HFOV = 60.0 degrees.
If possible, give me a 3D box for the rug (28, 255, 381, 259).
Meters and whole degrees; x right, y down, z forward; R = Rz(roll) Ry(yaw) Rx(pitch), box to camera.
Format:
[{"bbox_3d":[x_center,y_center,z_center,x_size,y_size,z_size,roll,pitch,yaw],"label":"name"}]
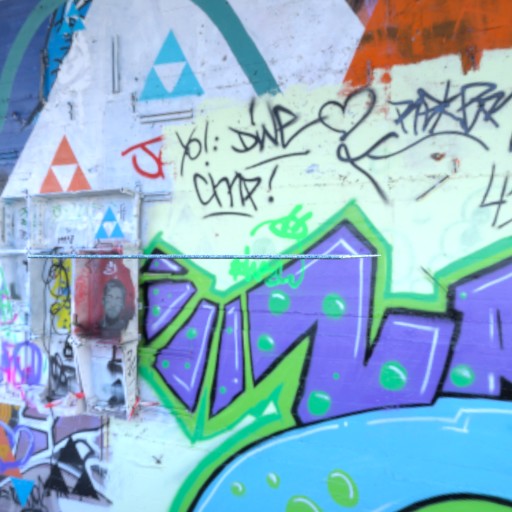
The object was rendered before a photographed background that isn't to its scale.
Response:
[{"bbox_3d":[0.000,0.000,3.067,1.524,0.015,2.438,0,0,19],"label":"rug"}]
